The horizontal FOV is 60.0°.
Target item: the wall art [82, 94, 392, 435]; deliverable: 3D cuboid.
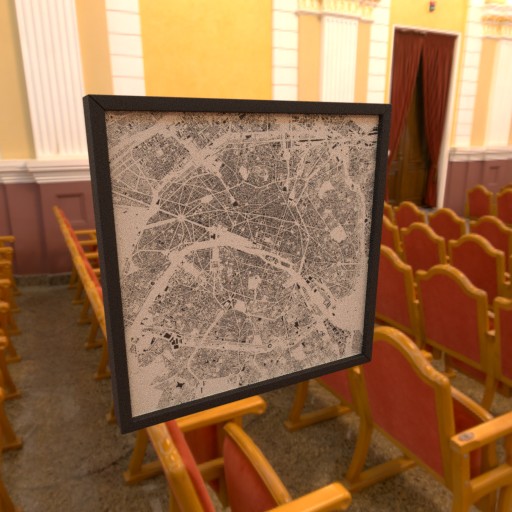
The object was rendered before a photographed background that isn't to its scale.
[{"bbox_3d":[0.000,0.000,0.460,0.305,0.305,0.037,-8,18,-26],"label":"wall art"}]
